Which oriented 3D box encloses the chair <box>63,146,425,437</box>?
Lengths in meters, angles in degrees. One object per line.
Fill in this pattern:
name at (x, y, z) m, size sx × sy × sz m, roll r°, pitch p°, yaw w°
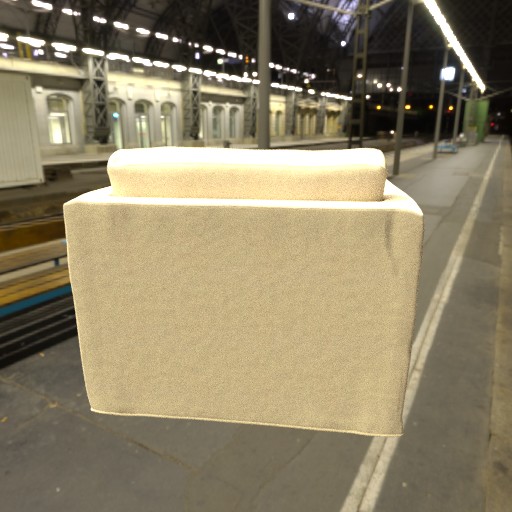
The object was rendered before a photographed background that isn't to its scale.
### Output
chair at (0.000, 0.000, 1.733) m, size 1.057 × 0.851 × 0.947 m, roll 2°, pitch 16°, yaw 7°
